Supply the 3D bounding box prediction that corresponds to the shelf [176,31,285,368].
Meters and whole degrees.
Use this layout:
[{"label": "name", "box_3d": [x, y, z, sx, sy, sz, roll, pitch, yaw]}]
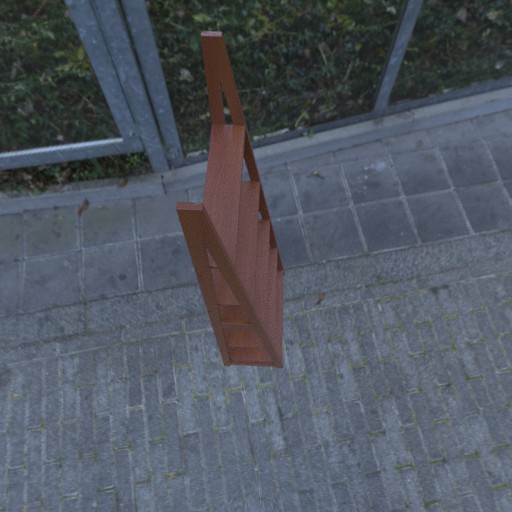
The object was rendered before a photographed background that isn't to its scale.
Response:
[{"label": "shelf", "box_3d": [0.000, 0.000, 1.990, 0.356, 1.780, 0.630, 2, 64, 1]}]
